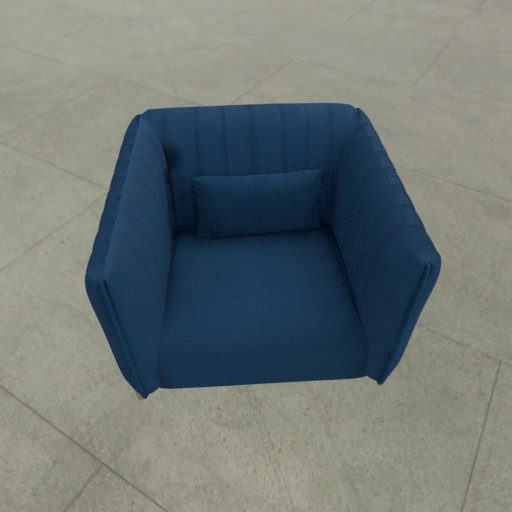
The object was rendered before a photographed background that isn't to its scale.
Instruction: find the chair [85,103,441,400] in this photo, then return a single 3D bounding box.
[{"bbox_3d":[0.000,0.000,1.617,0.947,0.793,0.877,-3,45,-3],"label":"chair"}]
